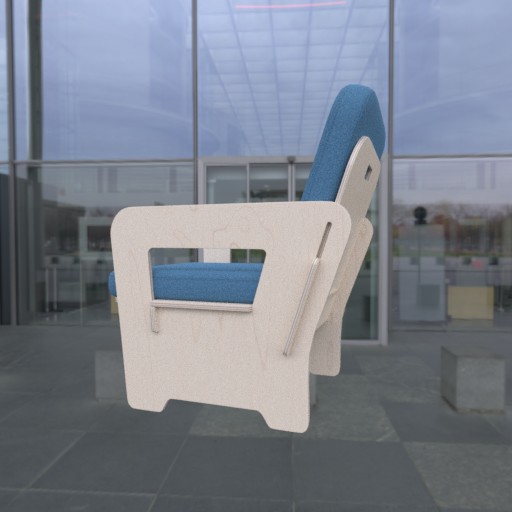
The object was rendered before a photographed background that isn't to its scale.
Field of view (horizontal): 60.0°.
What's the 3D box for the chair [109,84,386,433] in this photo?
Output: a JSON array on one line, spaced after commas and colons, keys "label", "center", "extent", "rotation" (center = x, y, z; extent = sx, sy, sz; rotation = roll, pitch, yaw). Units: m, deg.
[{"label": "chair", "center": [0.000, 0.000, 1.209], "extent": [0.657, 0.747, 0.547], "rotation": [1, 2, 19]}]
